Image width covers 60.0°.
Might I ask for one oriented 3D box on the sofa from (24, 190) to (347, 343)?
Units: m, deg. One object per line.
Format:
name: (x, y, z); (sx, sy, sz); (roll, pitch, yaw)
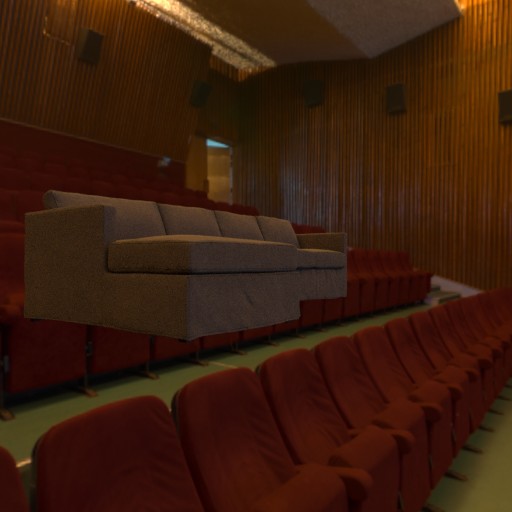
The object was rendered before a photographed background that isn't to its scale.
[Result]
sofa: (0.000, 0.000, 3.810); (1.650, 0.922, 3.205); (-1, -1, 37)
